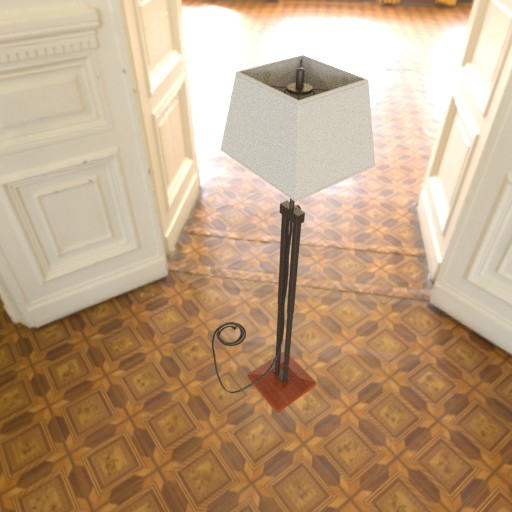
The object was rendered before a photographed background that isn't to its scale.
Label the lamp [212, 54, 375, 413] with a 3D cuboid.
[{"bbox_3d":[0.000,0.000,2.006,0.472,1.712,0.745,-26,48,-27],"label":"lamp"}]
